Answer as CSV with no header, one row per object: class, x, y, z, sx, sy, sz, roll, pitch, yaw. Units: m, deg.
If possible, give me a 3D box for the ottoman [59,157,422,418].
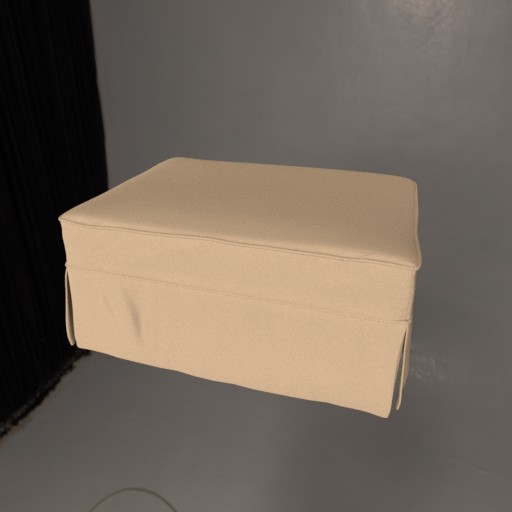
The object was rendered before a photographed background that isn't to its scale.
ottoman,0.000,0.000,1.377,0.959,0.482,0.721,8,28,16
